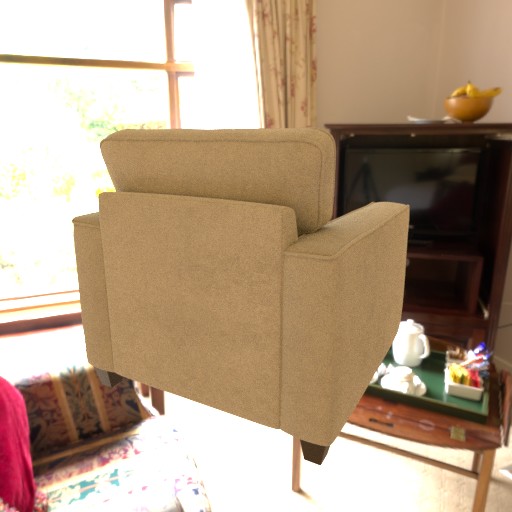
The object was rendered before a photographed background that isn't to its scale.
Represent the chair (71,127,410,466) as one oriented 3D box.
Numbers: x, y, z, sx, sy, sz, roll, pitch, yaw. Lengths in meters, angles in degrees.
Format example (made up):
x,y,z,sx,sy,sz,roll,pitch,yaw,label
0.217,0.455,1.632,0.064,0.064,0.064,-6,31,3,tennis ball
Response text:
x,y,z,sx,sy,sz,roll,pitch,yaw,label
0.000,0.000,1.752,1.015,0.965,0.939,8,17,28,chair
